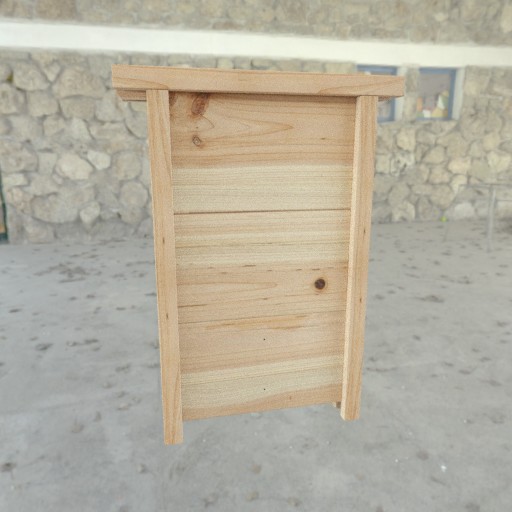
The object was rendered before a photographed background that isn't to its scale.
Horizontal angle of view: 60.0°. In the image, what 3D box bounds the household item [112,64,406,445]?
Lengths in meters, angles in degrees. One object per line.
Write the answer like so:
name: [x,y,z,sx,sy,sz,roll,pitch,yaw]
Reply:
household item: [0.000,0.000,0.546,0.301,0.407,0.123,-3,13,-12]
